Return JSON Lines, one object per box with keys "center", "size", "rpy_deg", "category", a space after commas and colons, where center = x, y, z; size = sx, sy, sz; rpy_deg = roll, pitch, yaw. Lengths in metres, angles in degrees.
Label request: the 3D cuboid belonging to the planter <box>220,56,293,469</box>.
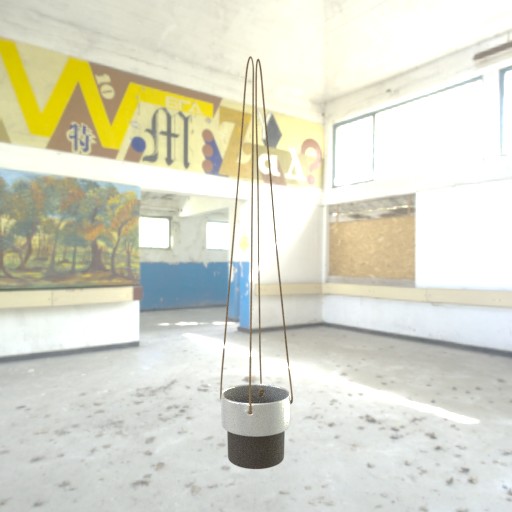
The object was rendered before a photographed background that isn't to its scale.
{"center": [0.000, 0.000, 1.194], "size": [0.187, 1.073, 0.187], "rpy_deg": [1, -1, -36], "category": "planter"}
